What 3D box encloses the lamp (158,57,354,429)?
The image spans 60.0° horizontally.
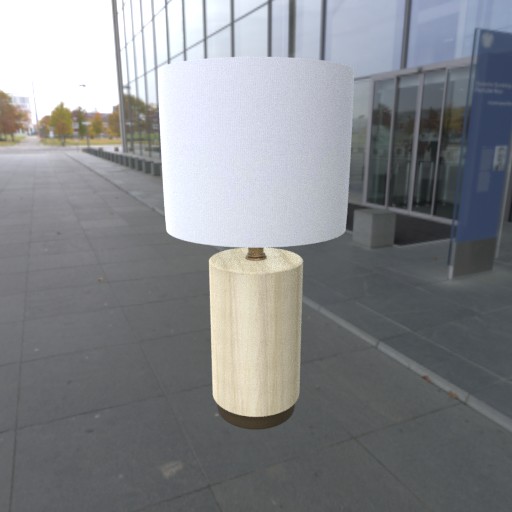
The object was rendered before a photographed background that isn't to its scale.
[{"bbox_3d":[0.000,0.000,0.579,0.228,0.444,0.228,-3,15,-10],"label":"lamp"}]
